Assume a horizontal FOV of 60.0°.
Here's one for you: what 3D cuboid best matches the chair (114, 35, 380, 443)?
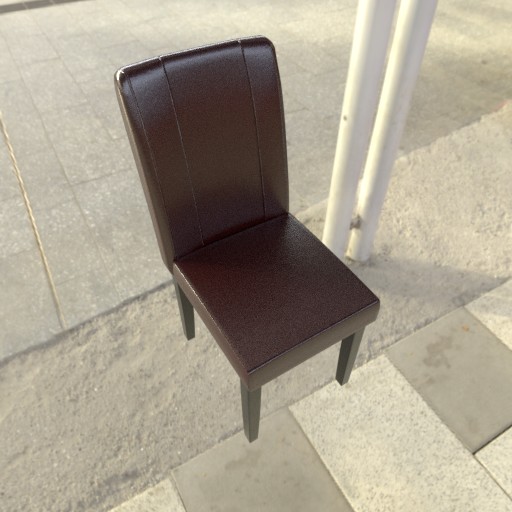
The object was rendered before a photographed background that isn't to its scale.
[{"bbox_3d":[0.000,0.000,1.168,0.399,0.897,0.556,-24,51,-21],"label":"chair"}]
